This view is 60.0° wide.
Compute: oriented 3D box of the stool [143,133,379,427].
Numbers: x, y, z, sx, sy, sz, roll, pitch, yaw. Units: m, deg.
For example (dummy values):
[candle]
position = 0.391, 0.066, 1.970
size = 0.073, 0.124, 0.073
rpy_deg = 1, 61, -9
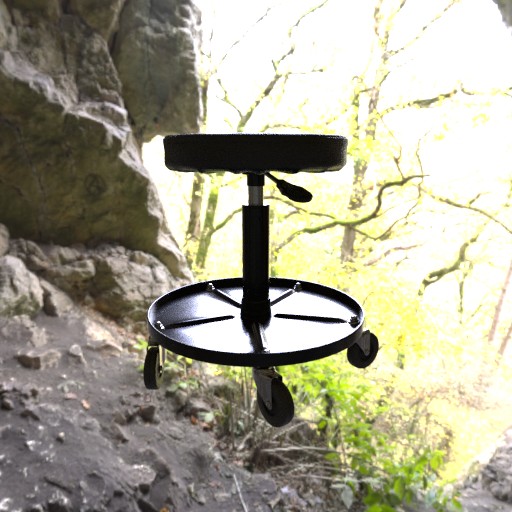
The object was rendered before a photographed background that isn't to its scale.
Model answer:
[stool]
position = 0.000, 0.000, 0.696
size = 0.381, 0.365, 0.382
rpy_deg = -7, 15, -27
